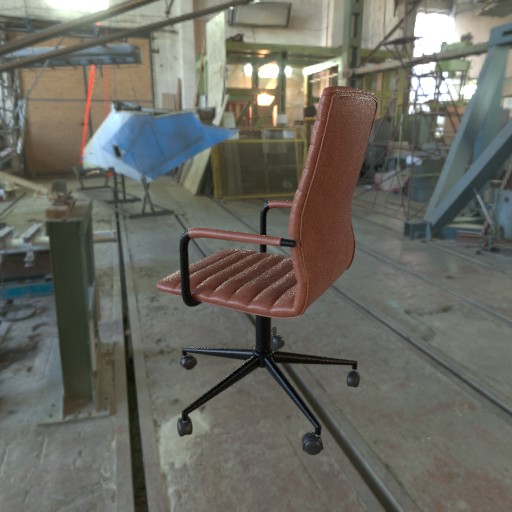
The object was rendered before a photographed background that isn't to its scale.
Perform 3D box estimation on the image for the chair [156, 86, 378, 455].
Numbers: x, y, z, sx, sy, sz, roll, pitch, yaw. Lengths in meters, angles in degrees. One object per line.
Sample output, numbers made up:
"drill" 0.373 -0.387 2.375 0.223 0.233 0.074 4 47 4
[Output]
"chair" 0.000 0.000 1.270 0.578 0.878 0.600 8 18 26
